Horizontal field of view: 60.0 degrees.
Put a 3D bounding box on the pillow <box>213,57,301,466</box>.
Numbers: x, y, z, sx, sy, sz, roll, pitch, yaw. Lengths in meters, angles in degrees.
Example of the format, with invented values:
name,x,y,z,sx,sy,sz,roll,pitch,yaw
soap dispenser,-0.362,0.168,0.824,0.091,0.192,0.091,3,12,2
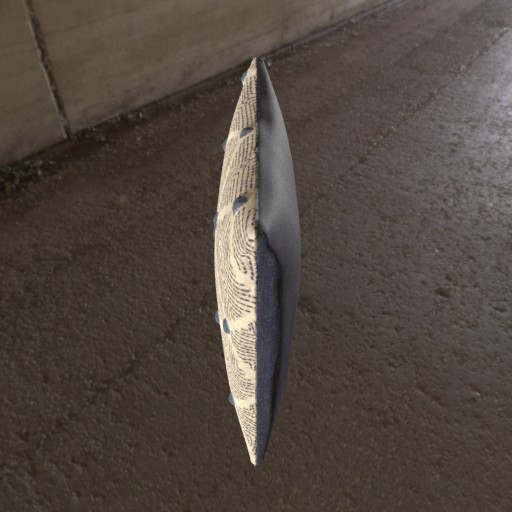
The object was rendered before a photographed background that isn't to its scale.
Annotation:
name,x,y,z,sx,sy,sz,roll,pitch,yaw
pillow,0.000,0.000,0.774,0.145,0.510,0.510,0,42,0
